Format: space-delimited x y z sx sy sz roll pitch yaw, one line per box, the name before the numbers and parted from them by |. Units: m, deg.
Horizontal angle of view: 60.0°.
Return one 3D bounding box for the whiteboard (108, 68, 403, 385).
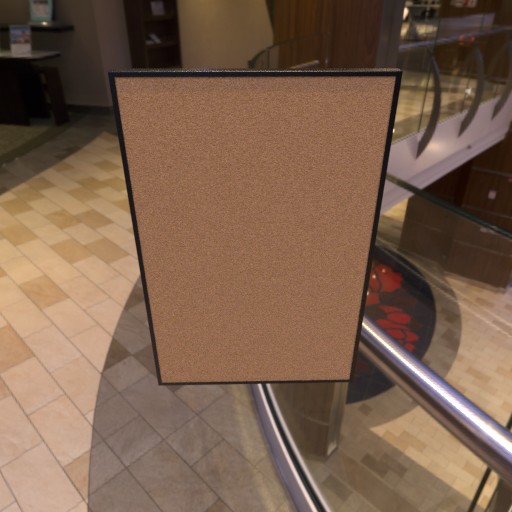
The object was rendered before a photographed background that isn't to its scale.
whiteboard | 0.000 0.000 0.778 0.406 0.611 0.026 -1 31 -1
